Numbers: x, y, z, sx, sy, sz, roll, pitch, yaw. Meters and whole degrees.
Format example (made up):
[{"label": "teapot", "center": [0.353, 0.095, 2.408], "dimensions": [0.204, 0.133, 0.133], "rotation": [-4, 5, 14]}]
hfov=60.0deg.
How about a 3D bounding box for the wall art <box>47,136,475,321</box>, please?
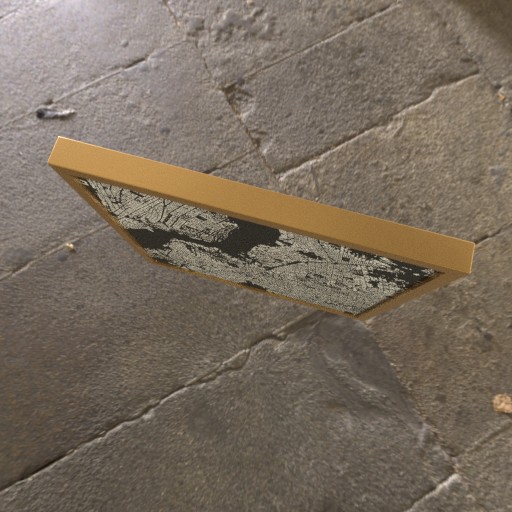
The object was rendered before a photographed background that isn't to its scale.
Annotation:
[{"label": "wall art", "center": [0.000, 0.000, 0.458], "dimensions": [0.305, 0.305, 0.023], "rotation": [15, 76, 4]}]
